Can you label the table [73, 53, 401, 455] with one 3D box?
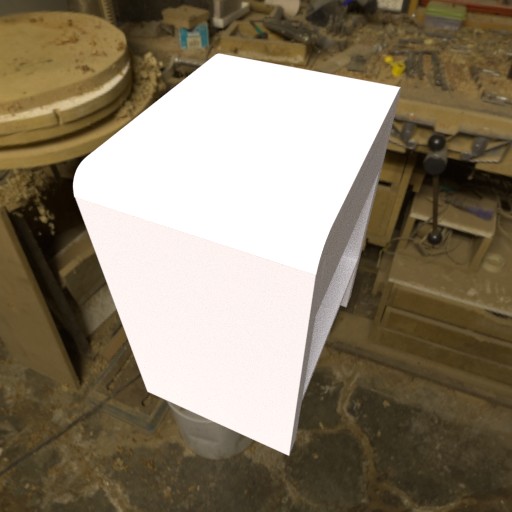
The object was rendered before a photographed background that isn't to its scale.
[{"bbox_3d":[0.000,0.000,0.874,0.350,0.590,0.450,18,49,17],"label":"table"}]
